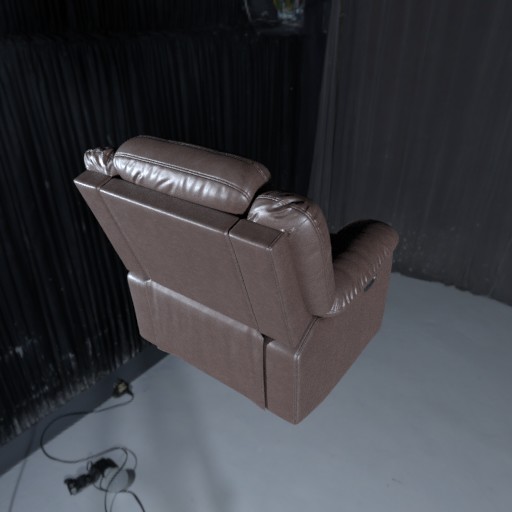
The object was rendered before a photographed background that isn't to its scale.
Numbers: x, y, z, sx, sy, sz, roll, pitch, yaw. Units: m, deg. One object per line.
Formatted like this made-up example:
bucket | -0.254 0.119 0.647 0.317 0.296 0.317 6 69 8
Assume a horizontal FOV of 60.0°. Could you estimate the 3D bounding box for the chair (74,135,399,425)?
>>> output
chair | 0.000 0.000 1.722 0.899 1.009 0.934 20 35 31
